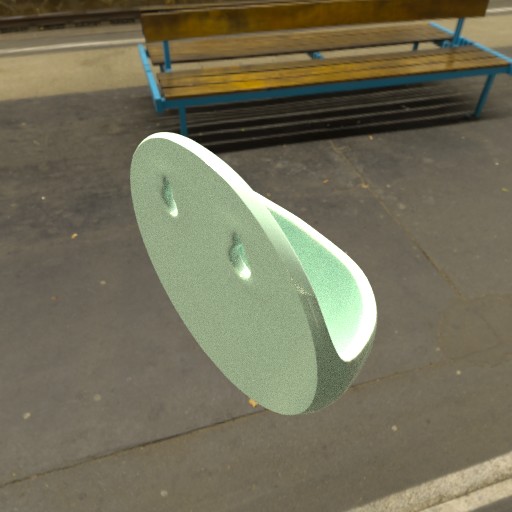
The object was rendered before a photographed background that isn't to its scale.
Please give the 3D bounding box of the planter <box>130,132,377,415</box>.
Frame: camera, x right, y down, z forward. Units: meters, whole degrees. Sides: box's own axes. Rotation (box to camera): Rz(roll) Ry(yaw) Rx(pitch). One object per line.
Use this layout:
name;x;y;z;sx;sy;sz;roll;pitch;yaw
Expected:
planter;0.000;0.000;0.269;0.073;0.164;0.189;-28;49;-28
